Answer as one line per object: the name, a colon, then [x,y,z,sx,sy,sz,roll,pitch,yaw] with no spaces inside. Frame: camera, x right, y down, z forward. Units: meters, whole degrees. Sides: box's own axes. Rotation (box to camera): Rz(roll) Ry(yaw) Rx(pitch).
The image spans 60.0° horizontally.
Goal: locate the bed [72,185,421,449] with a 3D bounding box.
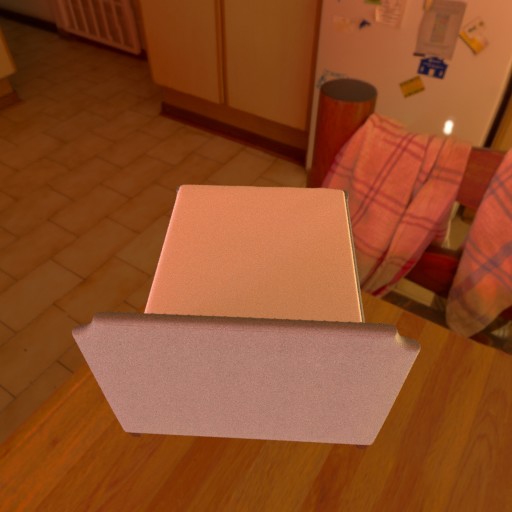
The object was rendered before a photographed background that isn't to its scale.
bed: [0.000,0.000,3.374,1.712,1.443,2.372,2,46,2]
